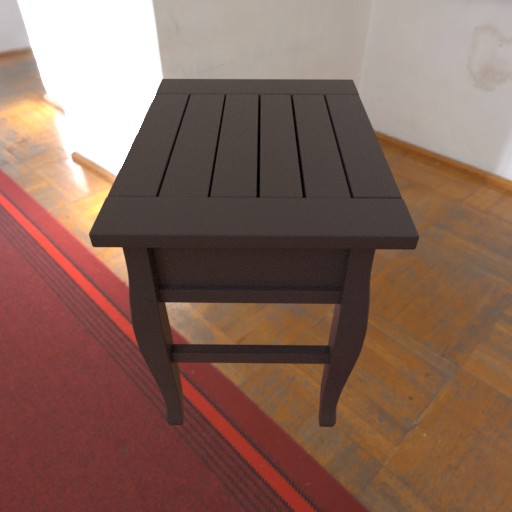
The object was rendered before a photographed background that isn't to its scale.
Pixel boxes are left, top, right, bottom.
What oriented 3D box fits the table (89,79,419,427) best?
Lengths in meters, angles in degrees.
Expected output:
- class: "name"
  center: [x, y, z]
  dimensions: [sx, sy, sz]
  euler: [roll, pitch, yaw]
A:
- class: "table"
  center: [0.000, 0.000, 1.038]
  dimensions: [0.460, 0.605, 0.602]
  euler: [0, 41, 0]
